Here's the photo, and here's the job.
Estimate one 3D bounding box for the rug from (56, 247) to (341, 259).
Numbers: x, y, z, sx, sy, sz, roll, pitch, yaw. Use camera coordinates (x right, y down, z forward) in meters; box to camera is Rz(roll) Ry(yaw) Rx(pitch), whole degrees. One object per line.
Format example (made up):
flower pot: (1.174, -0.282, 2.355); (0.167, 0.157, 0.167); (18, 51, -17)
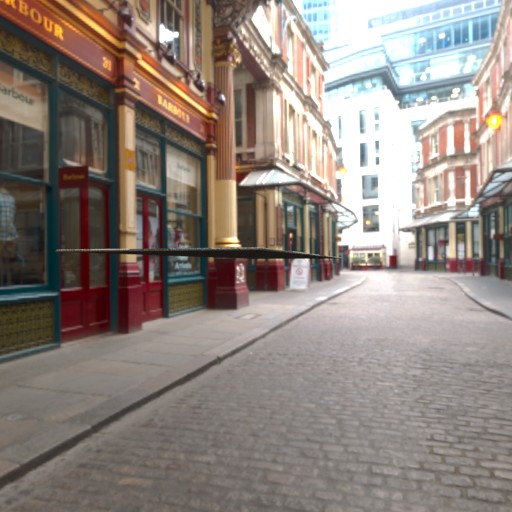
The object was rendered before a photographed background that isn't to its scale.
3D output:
rug: (0.000, 0.000, 2.636); (0.774, 0.008, 2.437); (0, -1, 17)
